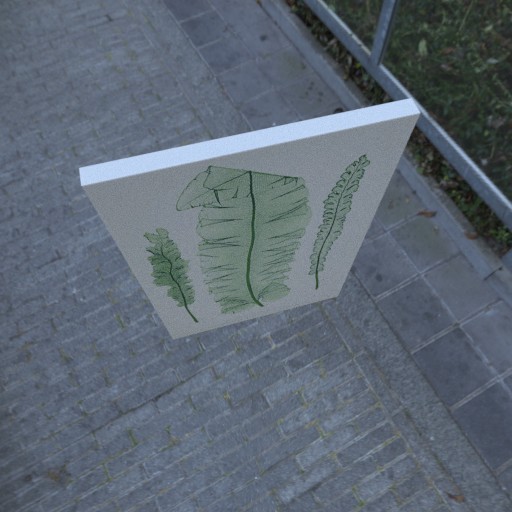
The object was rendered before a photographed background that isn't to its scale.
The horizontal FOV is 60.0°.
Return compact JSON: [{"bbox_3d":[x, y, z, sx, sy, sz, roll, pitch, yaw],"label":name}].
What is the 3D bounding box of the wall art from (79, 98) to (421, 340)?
[{"bbox_3d":[0.000,0.000,1.187,0.610,0.914,0.038,-14,64,-7],"label":"wall art"}]
